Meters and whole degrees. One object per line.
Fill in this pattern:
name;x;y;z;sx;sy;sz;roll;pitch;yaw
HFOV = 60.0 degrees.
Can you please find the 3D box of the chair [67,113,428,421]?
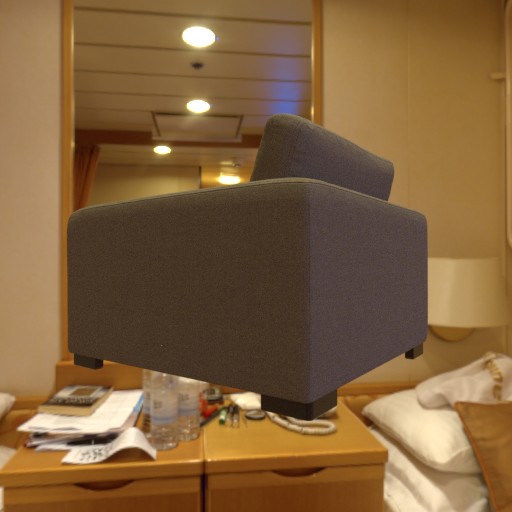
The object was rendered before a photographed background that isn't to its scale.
chair;0.000;0.000;1.836;1.100;0.847;1.070;0;-1;36
